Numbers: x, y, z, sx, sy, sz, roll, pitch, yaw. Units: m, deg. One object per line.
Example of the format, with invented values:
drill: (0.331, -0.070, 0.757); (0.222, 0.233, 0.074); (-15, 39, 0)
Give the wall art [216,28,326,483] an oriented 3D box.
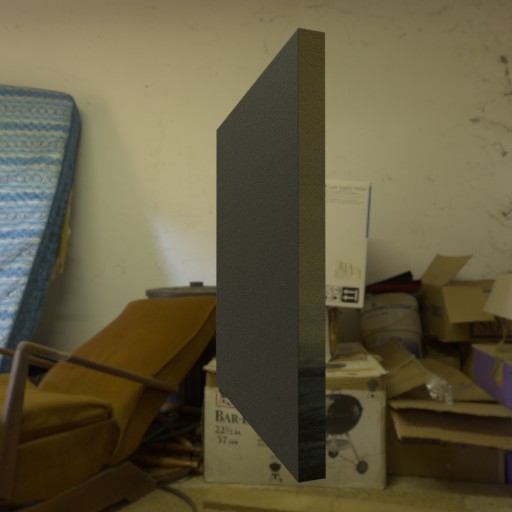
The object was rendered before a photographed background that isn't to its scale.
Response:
wall art: (0.000, 0.000, 0.831); (0.040, 0.608, 0.489); (0, -1, -18)
